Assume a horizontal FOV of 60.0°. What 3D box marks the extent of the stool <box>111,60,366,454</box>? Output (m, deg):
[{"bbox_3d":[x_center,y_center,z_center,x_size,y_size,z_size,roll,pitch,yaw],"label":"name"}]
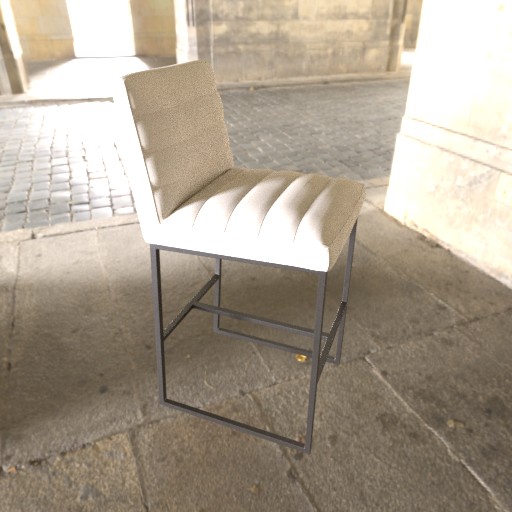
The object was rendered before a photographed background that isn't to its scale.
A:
[{"bbox_3d":[0.000,0.000,1.365,0.573,1.061,0.464,11,31,19],"label":"stool"}]
